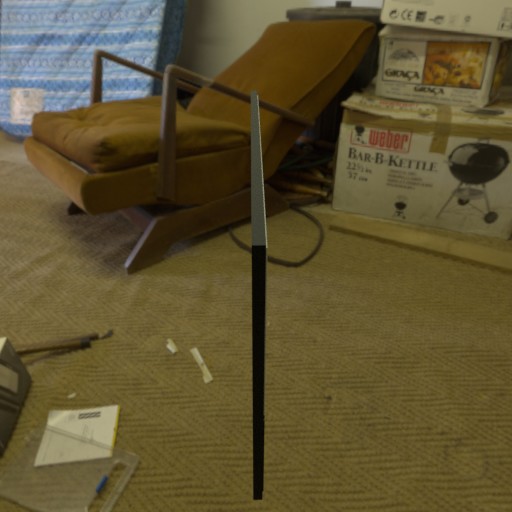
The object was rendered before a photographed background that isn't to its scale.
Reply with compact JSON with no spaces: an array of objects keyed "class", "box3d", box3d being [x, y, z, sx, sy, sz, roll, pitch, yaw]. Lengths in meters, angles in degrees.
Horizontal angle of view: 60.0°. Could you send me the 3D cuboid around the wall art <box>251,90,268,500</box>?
[{"class":"wall art","box3d":[0.000,0.000,1.482,0.028,0.805,1.190,0,33,-1]}]
